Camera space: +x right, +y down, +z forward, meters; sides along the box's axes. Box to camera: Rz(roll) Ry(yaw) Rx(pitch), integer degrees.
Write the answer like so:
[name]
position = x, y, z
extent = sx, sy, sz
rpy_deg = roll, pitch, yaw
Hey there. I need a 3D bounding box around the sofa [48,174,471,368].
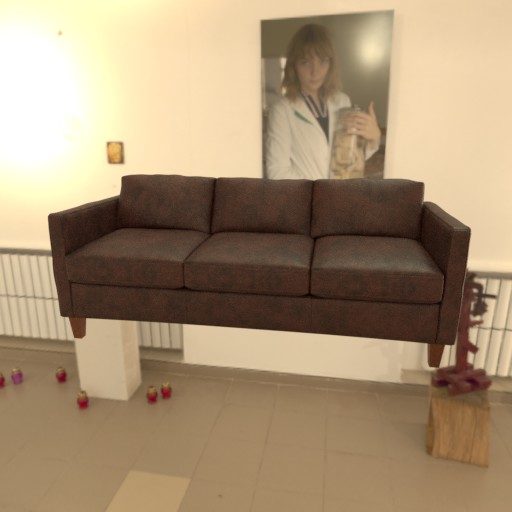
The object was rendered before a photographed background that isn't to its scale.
[sofa]
position = 0.000, 0.000, 3.004
extent = 2.464, 1.006, 1.045
rpy_deg = 3, 16, 9
